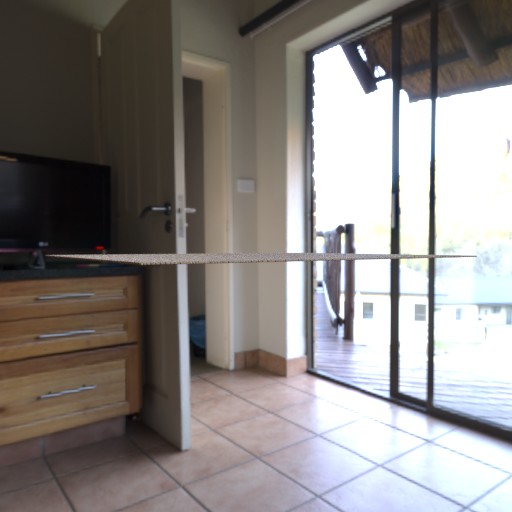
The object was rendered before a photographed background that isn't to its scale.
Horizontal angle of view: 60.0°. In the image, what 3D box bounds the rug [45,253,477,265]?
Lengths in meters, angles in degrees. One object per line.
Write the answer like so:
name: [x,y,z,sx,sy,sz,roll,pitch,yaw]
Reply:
rug: [0.000,0.000,3.943,3.048,0.013,2.439,-1,1,-35]
